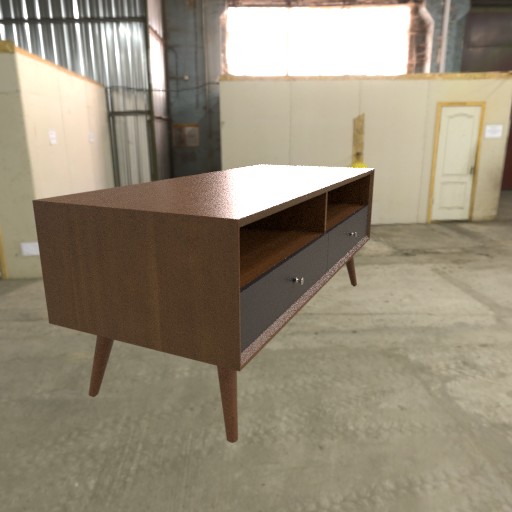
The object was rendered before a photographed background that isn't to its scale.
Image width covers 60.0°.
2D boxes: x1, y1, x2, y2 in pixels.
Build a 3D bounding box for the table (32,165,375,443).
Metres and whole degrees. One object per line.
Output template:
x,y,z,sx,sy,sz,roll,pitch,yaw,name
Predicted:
0.000,0.000,1.362,0.490,0.464,1.119,7,17,24,table
